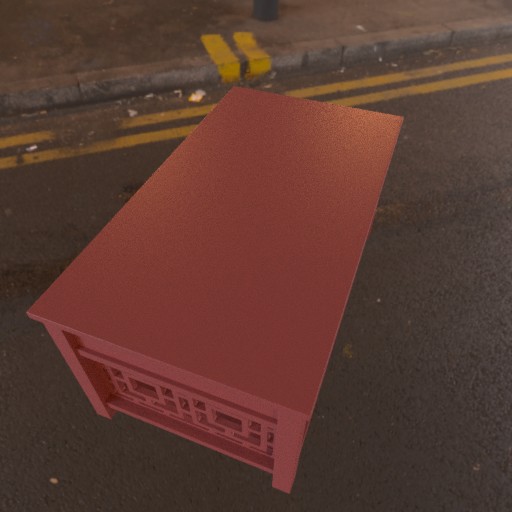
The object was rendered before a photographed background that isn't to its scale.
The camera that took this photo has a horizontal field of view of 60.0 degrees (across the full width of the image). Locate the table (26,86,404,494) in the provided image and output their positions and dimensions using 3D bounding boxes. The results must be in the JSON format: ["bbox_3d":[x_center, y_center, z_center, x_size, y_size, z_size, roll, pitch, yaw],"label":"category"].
[{"bbox_3d":[0.000,0.000,1.347,0.612,0.493,1.068,16,48,14],"label":"table"}]
